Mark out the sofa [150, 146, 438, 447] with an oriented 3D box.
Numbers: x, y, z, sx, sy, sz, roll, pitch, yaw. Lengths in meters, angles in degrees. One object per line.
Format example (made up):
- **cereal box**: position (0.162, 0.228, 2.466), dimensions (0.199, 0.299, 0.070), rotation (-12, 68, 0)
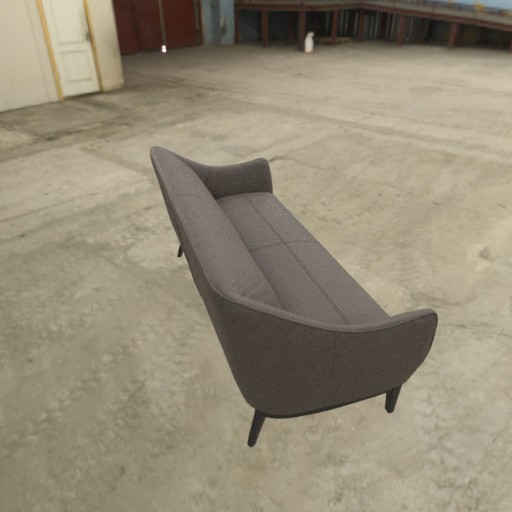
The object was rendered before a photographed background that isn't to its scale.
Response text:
- **sofa**: position (0.000, 0.000, 2.433), dimensions (0.869, 0.831, 1.928), rotation (-10, 32, -16)
